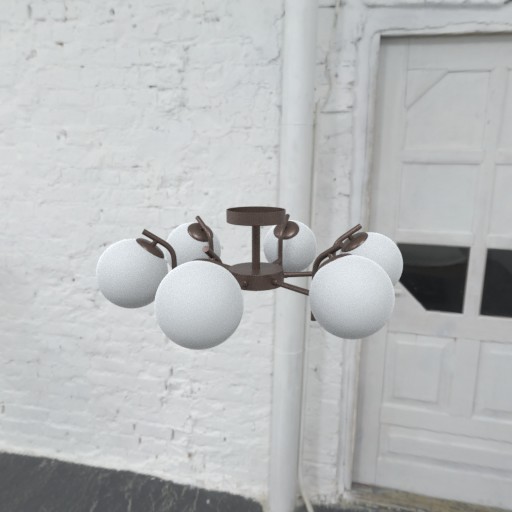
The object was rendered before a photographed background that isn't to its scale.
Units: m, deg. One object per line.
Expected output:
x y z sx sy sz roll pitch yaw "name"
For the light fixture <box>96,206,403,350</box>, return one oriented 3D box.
0.000 0.000 0.955 0.662 0.201 0.662 0 12 0 "light fixture"
